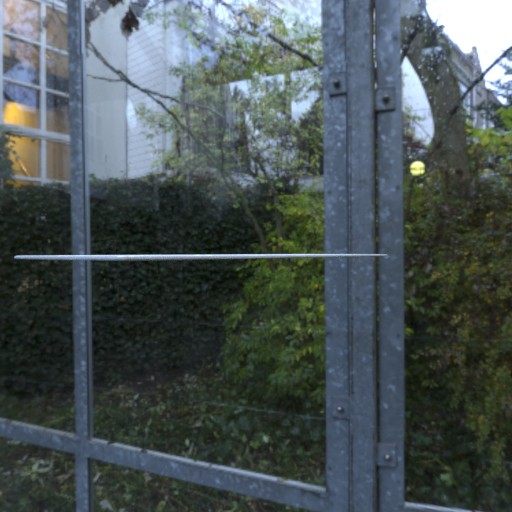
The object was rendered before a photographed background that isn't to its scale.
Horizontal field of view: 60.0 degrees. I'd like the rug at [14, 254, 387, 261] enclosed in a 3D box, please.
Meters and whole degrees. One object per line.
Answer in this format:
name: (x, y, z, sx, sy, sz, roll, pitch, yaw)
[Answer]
rug: (0.000, 0.000, 2.444, 0.678, 0.014, 2.276, 0, 1, 36)
